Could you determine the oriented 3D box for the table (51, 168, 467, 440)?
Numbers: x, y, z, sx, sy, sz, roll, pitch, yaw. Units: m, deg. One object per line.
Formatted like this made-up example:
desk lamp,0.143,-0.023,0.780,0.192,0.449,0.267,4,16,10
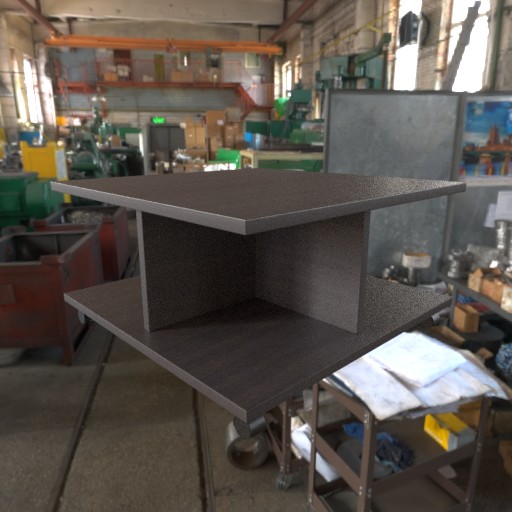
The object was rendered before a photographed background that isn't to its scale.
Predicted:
table,0.000,0.000,1.197,0.762,0.396,0.762,-14,20,-42
